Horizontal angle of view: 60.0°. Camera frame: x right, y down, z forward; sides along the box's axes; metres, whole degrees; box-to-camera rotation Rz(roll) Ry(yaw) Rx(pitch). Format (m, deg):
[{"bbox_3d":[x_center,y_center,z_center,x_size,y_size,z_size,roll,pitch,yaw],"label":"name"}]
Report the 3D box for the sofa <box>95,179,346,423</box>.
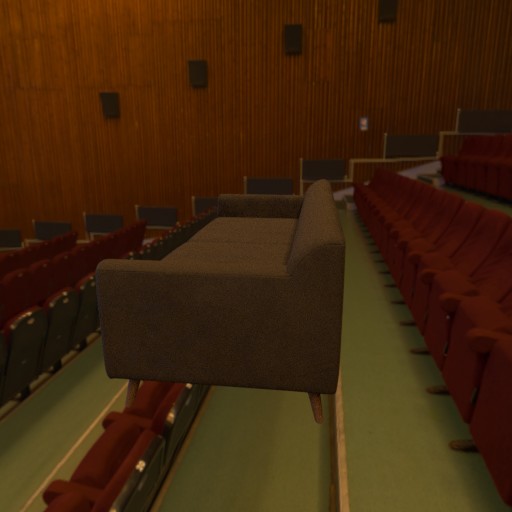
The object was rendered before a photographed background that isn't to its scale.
[{"bbox_3d":[0.000,0.000,2.638,0.900,0.740,2.190,2,15,8],"label":"sofa"}]
